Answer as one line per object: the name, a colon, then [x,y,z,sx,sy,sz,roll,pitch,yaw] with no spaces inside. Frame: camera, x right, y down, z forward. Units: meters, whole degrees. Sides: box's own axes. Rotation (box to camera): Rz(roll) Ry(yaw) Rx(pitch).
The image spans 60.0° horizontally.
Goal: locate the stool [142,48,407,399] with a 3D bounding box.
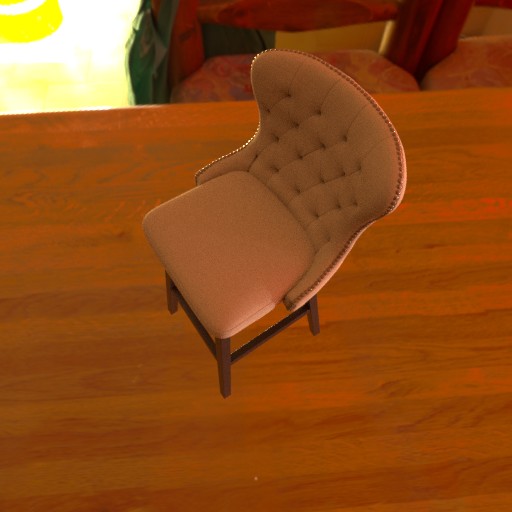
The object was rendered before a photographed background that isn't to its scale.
stool: [0.000,0.000,1.409,0.605,1.066,0.528,-32,68,-15]
